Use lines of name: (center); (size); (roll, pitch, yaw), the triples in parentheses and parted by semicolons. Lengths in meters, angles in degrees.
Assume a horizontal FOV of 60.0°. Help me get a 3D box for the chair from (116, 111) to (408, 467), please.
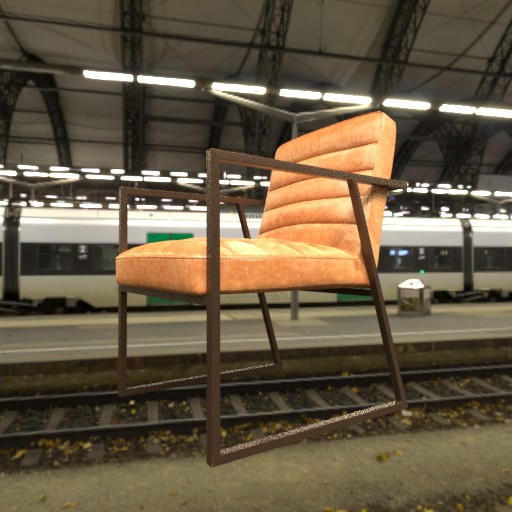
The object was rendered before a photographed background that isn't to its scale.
chair: (0.000, 0.000, 1.272); (0.677, 0.832, 0.571); (1, -1, -35)
